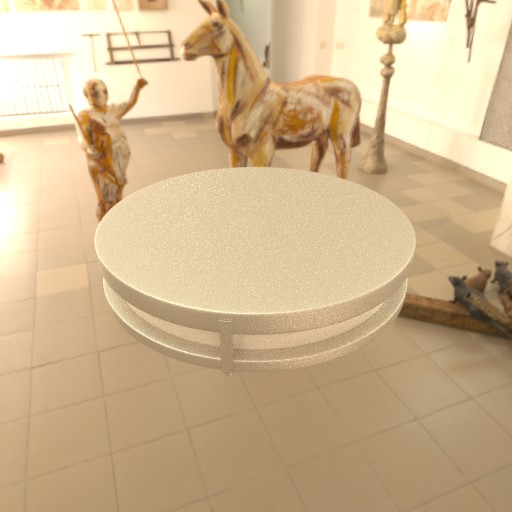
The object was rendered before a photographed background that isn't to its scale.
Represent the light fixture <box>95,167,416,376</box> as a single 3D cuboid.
[{"bbox_3d":[0.000,0.000,0.537,0.356,0.102,0.356,0,31,0],"label":"light fixture"}]
